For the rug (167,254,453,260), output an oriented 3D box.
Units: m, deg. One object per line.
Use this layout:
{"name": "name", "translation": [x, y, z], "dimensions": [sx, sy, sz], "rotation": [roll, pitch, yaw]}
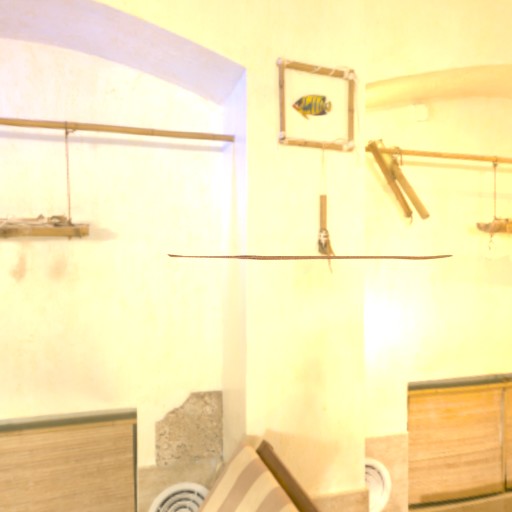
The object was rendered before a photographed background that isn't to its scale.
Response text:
{"name": "rug", "translation": [0.000, 0.000, 2.725], "dimensions": [0.799, 0.030, 2.444], "rotation": [0, 0, -18]}
